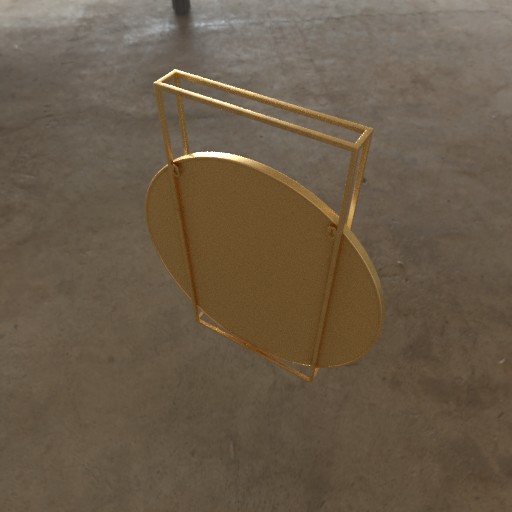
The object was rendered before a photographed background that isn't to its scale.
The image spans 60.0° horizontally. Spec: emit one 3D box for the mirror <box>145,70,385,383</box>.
[{"bbox_3d":[0.000,0.000,0.818,0.508,0.603,0.051,24,52,21],"label":"mirror"}]
